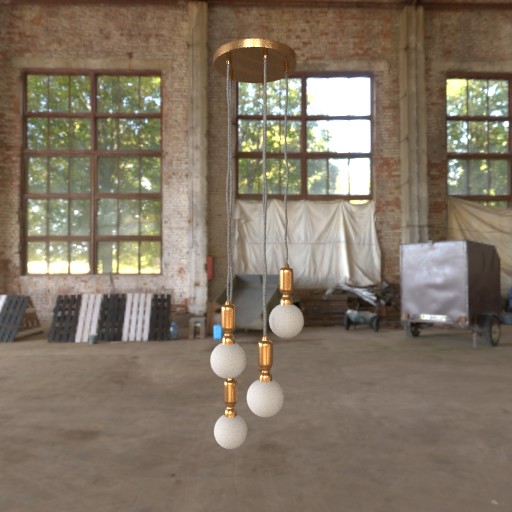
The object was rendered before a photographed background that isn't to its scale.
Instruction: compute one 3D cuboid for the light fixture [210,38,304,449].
[{"bbox_3d":[0.000,0.000,0.514,0.108,0.457,0.105,0,-1,18],"label":"light fixture"}]
